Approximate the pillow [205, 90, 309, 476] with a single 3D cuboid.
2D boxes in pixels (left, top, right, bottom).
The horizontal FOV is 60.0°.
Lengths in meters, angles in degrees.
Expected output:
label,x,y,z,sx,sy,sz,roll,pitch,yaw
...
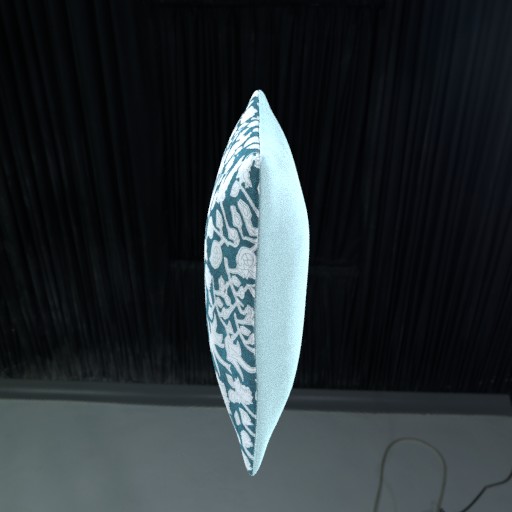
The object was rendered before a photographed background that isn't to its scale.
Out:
label,x,y,z,sx,sy,sz,roll,pitch,yaw
pillow,0.000,0.000,0.806,0.166,0.508,0.525,0,28,0
